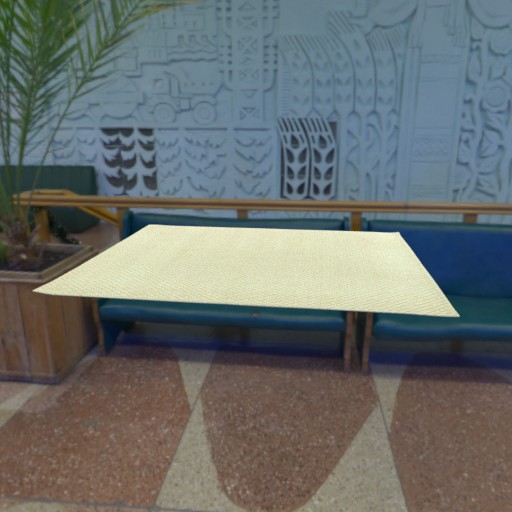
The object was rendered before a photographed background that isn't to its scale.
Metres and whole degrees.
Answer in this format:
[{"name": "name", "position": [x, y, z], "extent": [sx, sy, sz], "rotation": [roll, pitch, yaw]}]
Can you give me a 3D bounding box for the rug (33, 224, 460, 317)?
[{"name": "rug", "position": [0.000, 0.000, 4.033], "extent": [2.897, 0.035, 2.277], "rotation": [2, 17, 8]}]
